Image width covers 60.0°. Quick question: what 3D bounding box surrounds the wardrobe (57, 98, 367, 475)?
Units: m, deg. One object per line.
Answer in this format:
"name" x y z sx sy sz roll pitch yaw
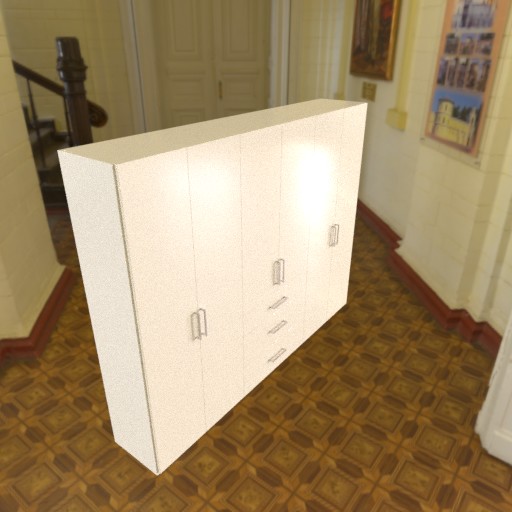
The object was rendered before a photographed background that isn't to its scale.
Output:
"wardrobe" 0.000 0.000 3.982 0.580 2.360 3.000 19 32 33
